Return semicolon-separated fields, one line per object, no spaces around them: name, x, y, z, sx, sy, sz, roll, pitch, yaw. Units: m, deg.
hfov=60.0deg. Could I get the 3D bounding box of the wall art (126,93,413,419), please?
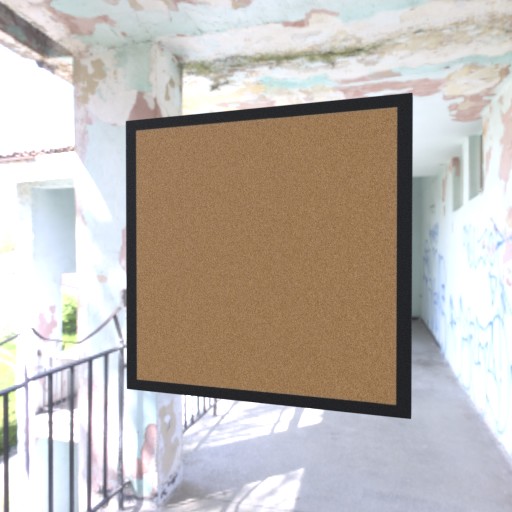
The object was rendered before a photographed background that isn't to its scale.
wall art;0.000;0.000;0.996;0.663;0.659;0.016;0;1;17
